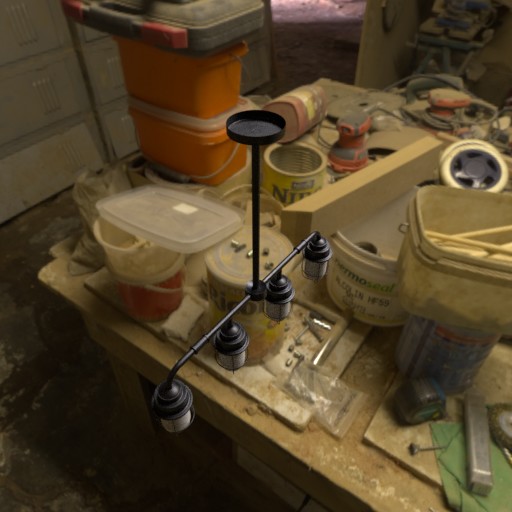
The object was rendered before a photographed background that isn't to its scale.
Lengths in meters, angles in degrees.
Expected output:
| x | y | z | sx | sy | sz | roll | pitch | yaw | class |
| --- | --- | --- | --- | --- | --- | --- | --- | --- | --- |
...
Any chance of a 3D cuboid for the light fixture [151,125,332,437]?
| x | y | z | sx | sy | sz | roll | pitch | yaw | class |
| --- | --- | --- | --- | --- | --- | --- | --- | --- | --- |
| 0.000 | 0.000 | 1.231 | 0.131 | 0.785 | 0.852 | 27 | 48 | 26 | light fixture |
